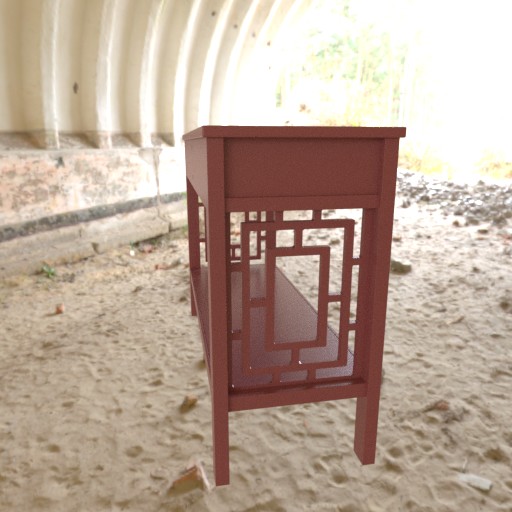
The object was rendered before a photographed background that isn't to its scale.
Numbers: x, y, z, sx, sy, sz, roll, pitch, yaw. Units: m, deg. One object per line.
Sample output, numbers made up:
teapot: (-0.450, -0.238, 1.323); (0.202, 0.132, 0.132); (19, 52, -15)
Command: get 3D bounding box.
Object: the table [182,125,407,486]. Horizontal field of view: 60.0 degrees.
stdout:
table: (0.000, 0.000, 1.404); (0.397, 0.753, 1.068); (-3, 15, -11)
